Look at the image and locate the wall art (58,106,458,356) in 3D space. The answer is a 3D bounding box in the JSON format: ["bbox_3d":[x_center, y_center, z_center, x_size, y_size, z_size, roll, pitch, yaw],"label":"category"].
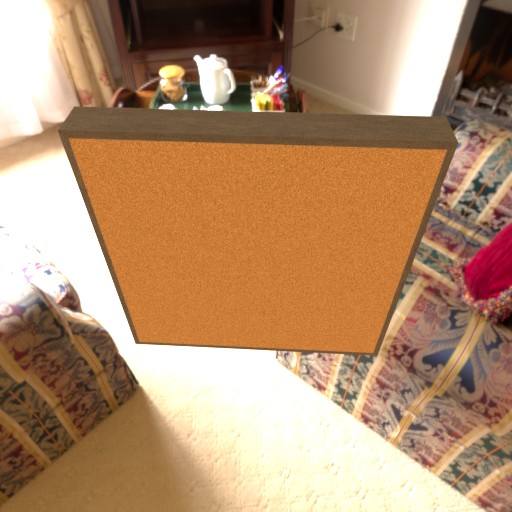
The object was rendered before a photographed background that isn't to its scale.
[{"bbox_3d":[0.000,0.000,0.456,0.303,0.302,0.038,2,47,2],"label":"wall art"}]
